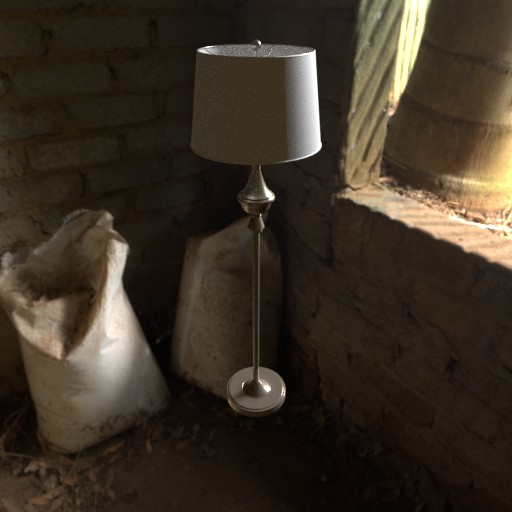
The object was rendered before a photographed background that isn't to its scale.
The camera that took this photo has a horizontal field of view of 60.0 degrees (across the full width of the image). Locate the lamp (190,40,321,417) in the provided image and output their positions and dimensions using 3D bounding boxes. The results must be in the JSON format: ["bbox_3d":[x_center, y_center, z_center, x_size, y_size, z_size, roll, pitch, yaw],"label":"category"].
[{"bbox_3d":[0.000,0.000,1.691,0.431,1.488,0.431,0,31,0],"label":"lamp"}]
